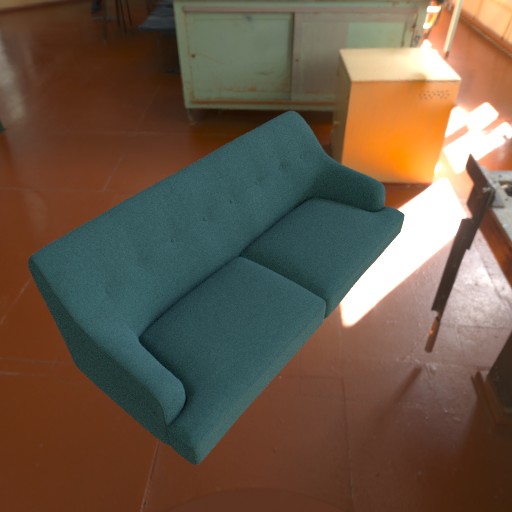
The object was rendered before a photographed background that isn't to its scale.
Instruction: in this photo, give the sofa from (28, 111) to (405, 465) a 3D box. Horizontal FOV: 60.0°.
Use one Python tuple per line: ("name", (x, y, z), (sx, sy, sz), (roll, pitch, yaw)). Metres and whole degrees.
("sofa", (0.000, 0.000, 2.523), (0.978, 0.871, 2.057), (27, 47, 28))
